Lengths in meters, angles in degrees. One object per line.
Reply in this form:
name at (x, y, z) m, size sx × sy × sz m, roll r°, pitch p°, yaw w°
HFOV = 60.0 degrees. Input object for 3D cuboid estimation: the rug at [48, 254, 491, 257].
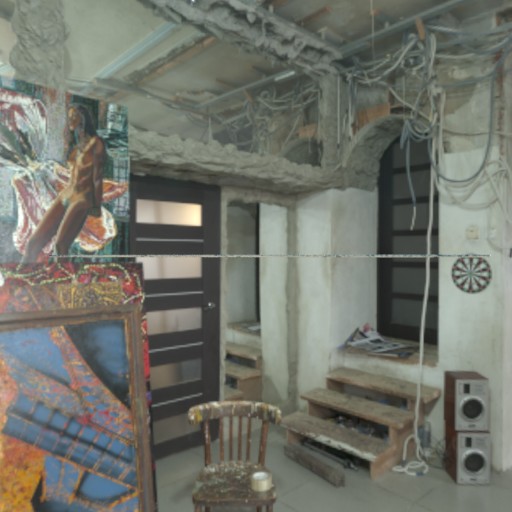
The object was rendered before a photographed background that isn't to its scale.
rug at (0.000, 0.000, 2.698) m, size 2.434 × 0.013 × 0.770 m, roll 0°, pitch 0°, yaw 18°
